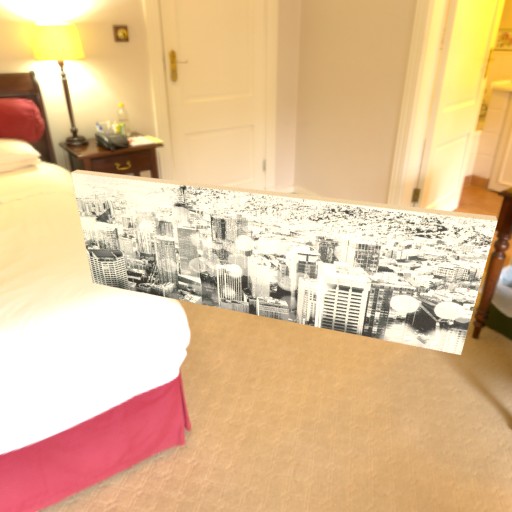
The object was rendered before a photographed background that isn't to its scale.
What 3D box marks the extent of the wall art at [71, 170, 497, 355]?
[{"bbox_3d":[0.000,0.000,1.660,1.520,0.507,0.044,9,29,16],"label":"wall art"}]
